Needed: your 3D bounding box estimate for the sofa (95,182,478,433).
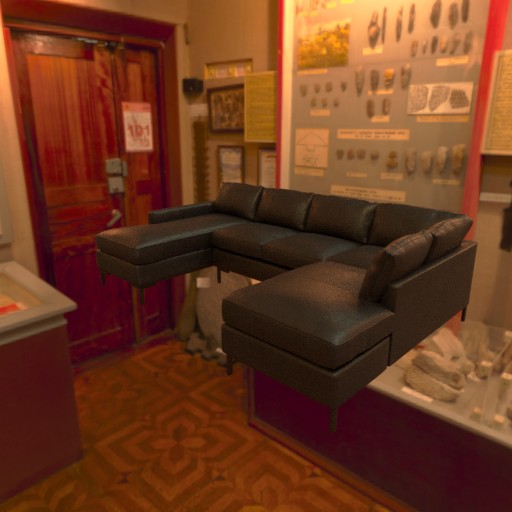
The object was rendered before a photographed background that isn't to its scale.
[{"bbox_3d":[0.000,0.000,3.763,2.956,0.900,1.939,16,23,42],"label":"sofa"}]
